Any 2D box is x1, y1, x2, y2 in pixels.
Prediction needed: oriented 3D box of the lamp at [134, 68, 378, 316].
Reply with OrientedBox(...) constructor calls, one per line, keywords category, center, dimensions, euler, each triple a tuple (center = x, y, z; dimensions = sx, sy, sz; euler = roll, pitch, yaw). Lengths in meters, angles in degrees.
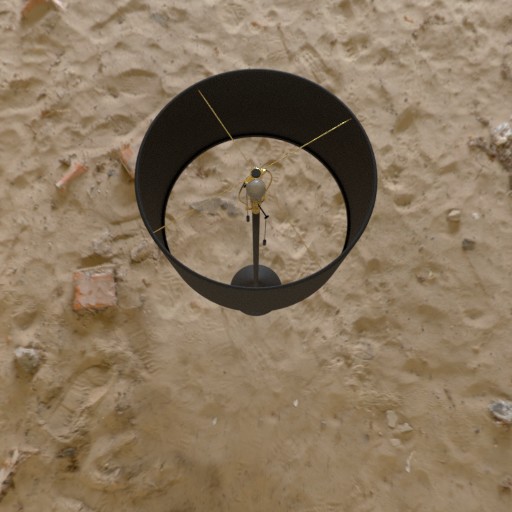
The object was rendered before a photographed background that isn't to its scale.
OrientedBox(category="lamp", center=(0.000, 0.000, 1.790), dimensions=(0.580, 1.526, 0.580), euler=(-31, 77, -8))
